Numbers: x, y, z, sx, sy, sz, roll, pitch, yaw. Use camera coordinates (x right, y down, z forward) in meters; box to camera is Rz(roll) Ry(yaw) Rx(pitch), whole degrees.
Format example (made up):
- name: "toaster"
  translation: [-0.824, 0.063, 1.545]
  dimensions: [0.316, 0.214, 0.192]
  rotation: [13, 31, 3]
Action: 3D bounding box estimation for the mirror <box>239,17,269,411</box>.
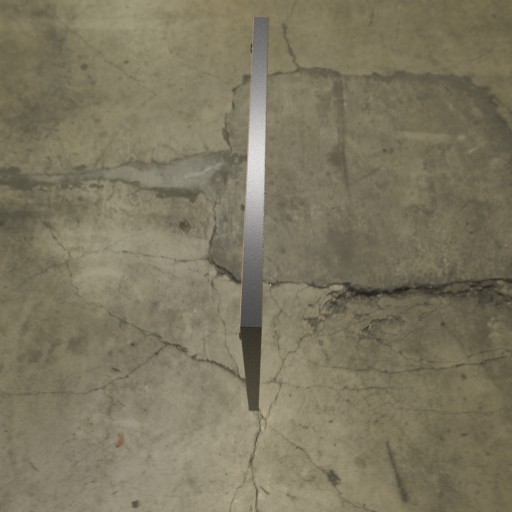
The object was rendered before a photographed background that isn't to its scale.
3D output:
- name: "mirror"
  translation: [0.000, 0.000, 1.338]
  dimensions: [0.040, 1.016, 0.762]
  rotation: [1, 64, 1]
